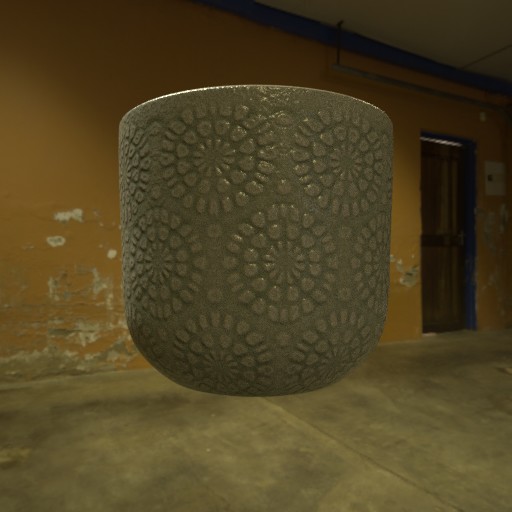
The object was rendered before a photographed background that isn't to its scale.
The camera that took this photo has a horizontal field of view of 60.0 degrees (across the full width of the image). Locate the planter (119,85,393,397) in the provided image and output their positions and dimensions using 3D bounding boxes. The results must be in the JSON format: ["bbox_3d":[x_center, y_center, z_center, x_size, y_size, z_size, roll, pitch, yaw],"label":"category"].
[{"bbox_3d":[0.000,0.000,0.284,0.169,0.153,0.169,0,-1,0],"label":"planter"}]
